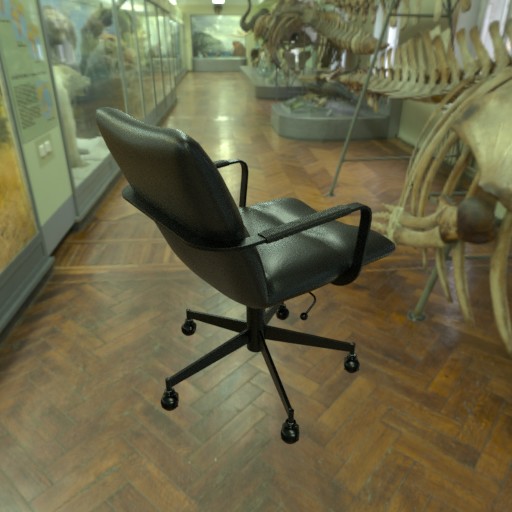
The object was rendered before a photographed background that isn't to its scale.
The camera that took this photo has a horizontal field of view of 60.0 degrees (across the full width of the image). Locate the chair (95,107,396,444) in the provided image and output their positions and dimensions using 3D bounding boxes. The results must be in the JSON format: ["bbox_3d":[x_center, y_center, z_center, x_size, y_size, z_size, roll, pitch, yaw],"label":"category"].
[{"bbox_3d":[0.000,0.000,1.434,0.748,0.922,0.719,-17,31,-31],"label":"chair"}]
